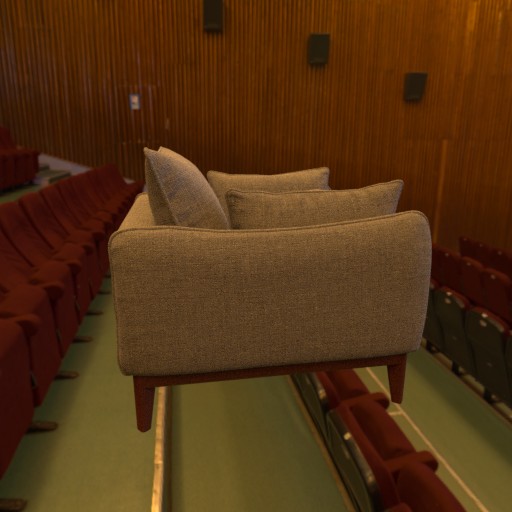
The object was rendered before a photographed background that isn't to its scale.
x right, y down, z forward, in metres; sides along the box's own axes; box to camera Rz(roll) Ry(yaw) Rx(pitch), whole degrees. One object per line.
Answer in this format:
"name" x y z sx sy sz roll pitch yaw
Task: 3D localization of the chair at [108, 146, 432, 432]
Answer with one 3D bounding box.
"chair" 0.000 0.000 1.734 0.976 0.839 0.993 -3 15 -10
